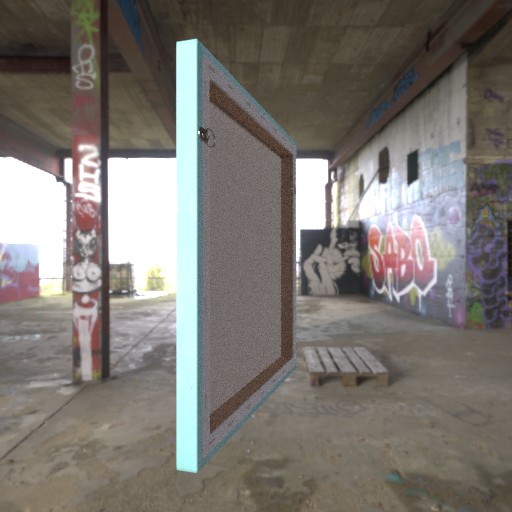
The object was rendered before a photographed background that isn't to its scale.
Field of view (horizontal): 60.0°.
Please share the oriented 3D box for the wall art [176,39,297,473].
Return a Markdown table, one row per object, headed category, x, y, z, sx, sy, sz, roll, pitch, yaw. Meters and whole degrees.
| category | x | y | z | sx | sy | sz | roll | pitch | yaw |
| --- | --- | --- | --- | --- | --- | --- | --- | --- | --- |
| wall art | 0.000 | 0.000 | 1.605 | 0.070 | 1.073 | 1.071 | 0 | 0 | 18 |
